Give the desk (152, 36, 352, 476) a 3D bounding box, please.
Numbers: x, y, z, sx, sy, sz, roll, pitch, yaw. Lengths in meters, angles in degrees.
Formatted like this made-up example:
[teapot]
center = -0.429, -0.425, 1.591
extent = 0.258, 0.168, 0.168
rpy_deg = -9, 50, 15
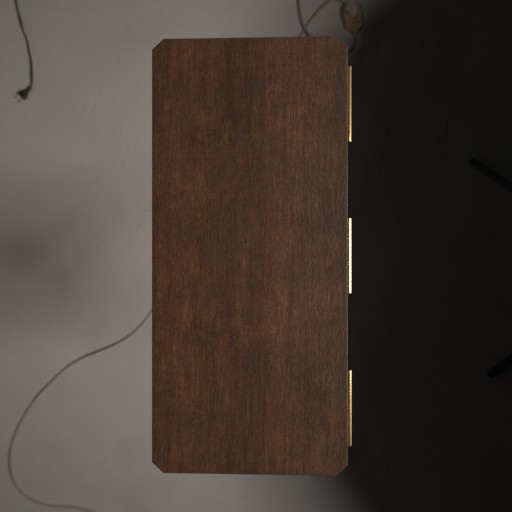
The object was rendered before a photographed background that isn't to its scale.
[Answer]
[desk]
center = 0.000, 0.000, 1.880
extent = 0.684, 0.762, 1.479
rpy_deg = 0, 90, 2
